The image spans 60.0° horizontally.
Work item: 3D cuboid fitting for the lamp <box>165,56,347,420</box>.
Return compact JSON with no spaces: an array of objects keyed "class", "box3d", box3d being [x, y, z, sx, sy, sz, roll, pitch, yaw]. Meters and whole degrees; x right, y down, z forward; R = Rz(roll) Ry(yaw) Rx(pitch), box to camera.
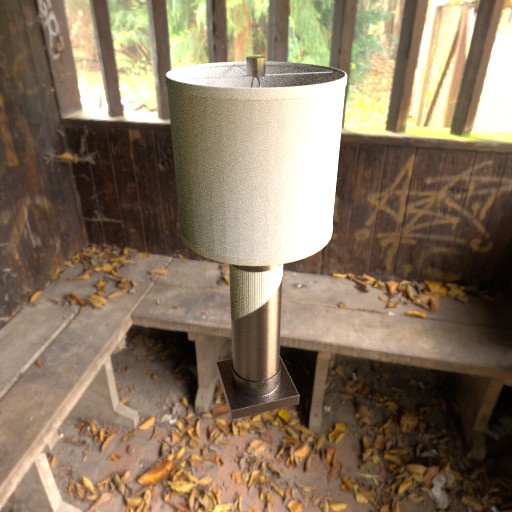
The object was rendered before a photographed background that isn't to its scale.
[{"class":"lamp","box3d":[0.000,0.000,0.619,0.202,0.509,0.202,-8,31,-14]}]
